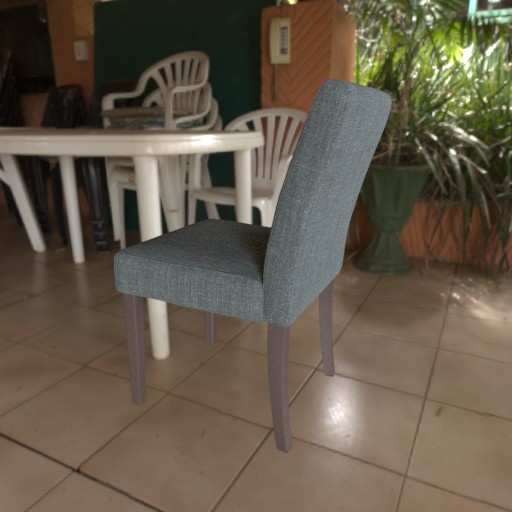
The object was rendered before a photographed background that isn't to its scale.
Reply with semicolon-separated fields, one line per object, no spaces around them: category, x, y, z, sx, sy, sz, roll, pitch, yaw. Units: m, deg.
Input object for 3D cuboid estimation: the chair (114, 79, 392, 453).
chair;0.000;0.000;1.248;0.629;0.884;0.487;8;19;25
